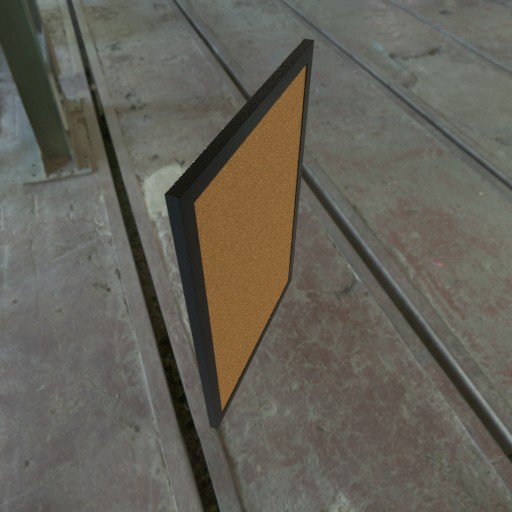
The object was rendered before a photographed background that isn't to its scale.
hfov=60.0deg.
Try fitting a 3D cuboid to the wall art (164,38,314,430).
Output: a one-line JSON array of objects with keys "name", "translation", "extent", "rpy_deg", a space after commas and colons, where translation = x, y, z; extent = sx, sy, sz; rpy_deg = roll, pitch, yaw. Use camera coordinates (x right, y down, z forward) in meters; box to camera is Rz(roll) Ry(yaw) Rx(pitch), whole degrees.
[{"name": "wall art", "translation": [0.000, 0.000, 0.871], "extent": [0.019, 0.656, 0.462], "rpy_deg": [18, 50, 16]}]
